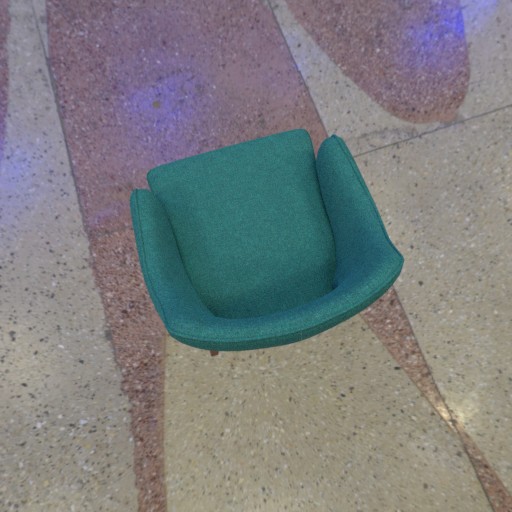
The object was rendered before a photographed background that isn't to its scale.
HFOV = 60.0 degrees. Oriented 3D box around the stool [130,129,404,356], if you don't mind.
[{"bbox_3d":[0.000,0.000,1.267,0.548,0.961,0.556,-16,76,-4],"label":"stool"}]
